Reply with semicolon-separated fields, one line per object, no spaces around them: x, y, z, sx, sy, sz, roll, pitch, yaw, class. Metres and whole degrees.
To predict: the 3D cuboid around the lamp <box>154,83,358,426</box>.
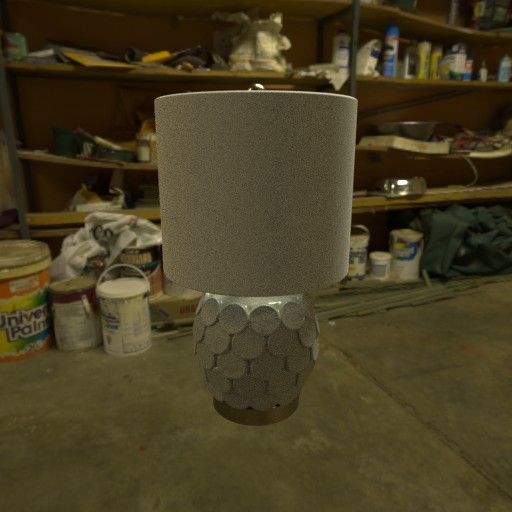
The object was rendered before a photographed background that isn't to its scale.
0.000;0.000;0.619;0.254;0.452;0.254;0;15;0;lamp
